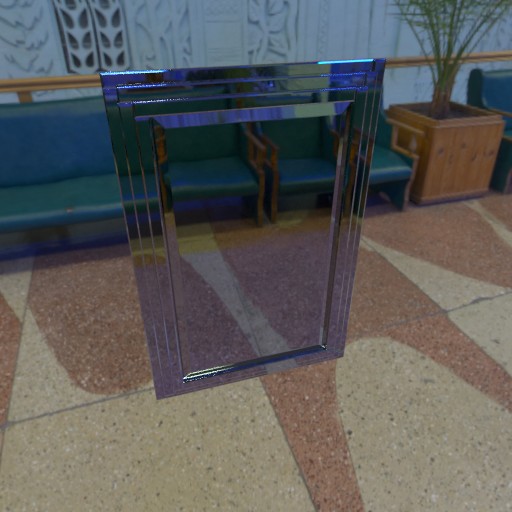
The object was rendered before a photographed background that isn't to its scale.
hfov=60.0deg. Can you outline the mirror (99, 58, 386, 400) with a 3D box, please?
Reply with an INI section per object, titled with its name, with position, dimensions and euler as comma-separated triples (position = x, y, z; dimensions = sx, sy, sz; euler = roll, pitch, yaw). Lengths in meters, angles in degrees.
[mirror]
position = 0.000, 0.000, 1.147
dimensions = 0.613, 0.914, 0.039
euler = -9, 33, -14
